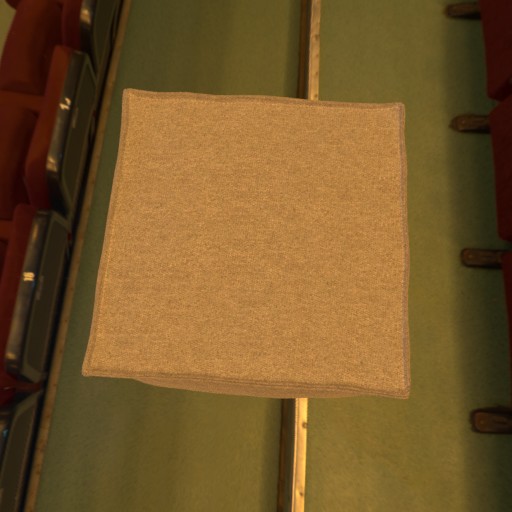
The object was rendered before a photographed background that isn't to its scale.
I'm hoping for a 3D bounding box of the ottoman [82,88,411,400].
[{"bbox_3d":[0.000,0.000,1.170,0.696,0.470,0.707,3,75,1],"label":"ottoman"}]
